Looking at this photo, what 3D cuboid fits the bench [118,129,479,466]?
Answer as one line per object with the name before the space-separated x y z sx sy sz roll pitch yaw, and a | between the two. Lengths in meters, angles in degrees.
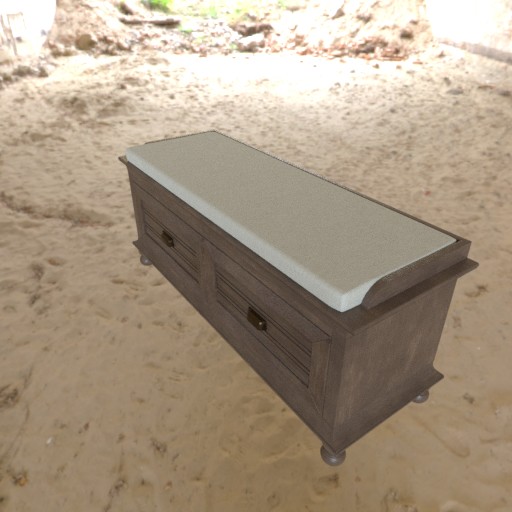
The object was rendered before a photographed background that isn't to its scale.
bench | 0.000 0.000 1.423 0.402 0.501 1.185 -20 37 -30
